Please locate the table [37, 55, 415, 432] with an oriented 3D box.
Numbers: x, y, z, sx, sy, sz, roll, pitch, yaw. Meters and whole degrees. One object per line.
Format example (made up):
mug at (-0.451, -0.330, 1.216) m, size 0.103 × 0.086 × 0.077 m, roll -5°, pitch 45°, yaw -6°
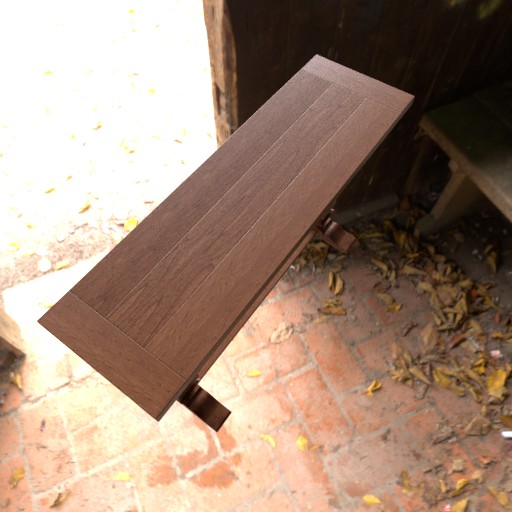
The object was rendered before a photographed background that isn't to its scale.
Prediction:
table at (0.000, 0.000, 1.842) m, size 0.461 × 0.852 × 1.478 m, roll 32°, pitch 64°, yaw 18°
